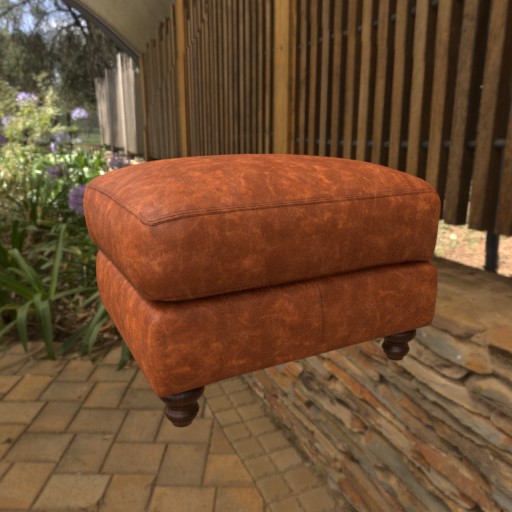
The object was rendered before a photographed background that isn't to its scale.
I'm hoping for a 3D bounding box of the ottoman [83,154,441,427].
[{"bbox_3d":[0.000,0.000,1.254,0.832,0.562,0.657,-8,16,-28],"label":"ottoman"}]
